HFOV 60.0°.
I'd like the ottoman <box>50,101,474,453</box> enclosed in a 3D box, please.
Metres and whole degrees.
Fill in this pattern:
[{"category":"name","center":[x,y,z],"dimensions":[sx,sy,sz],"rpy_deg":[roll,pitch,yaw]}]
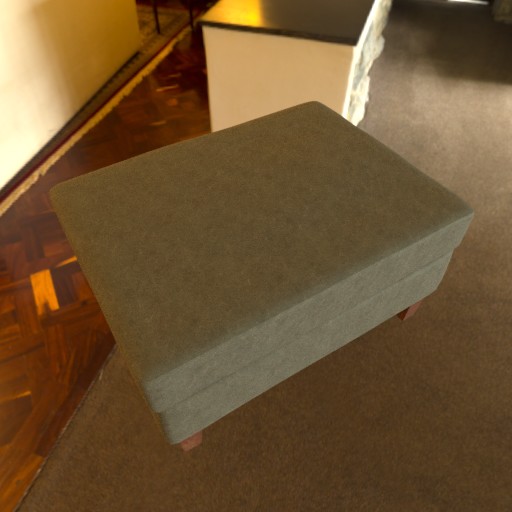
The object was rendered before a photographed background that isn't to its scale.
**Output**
[{"category":"ottoman","center":[0.000,0.000,1.205],"dimensions":[0.839,0.464,0.639],"rpy_deg":[-25,52,-21]}]
